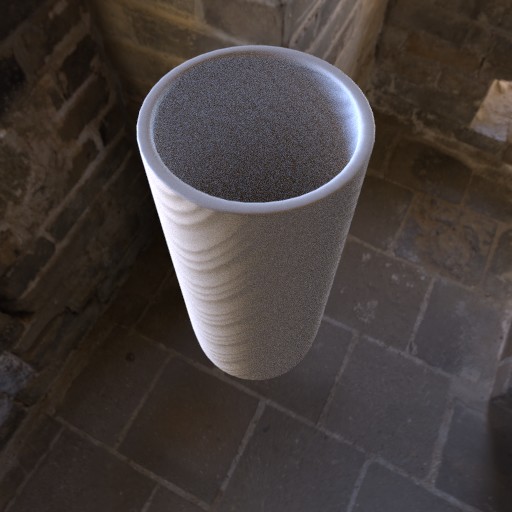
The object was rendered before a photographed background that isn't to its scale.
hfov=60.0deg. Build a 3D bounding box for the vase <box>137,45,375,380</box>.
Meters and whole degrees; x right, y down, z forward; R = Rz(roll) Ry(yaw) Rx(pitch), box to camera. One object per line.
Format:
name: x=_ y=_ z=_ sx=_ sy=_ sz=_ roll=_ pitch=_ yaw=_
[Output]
vase: x=0.000 y=0.000 z=0.393 sx=0.143 sy=0.316 sz=0.143 roll=0 pitch=60 yaw=0
